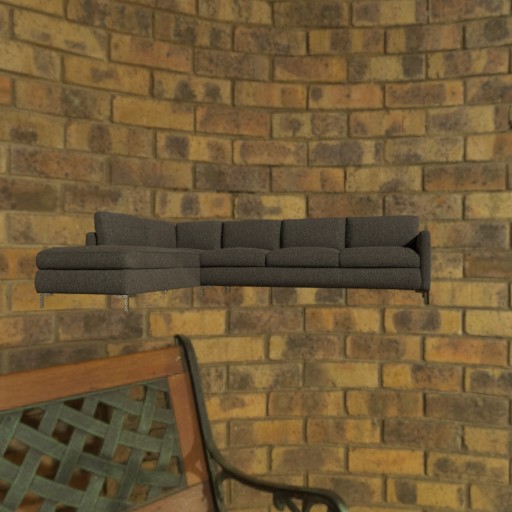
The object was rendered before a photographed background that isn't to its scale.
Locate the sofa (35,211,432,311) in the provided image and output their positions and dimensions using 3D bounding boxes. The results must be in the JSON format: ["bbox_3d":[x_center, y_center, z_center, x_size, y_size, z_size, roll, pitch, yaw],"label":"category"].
[{"bbox_3d":[0.000,0.000,3.889,2.949,0.815,2.007,0,-1,17],"label":"sofa"}]
